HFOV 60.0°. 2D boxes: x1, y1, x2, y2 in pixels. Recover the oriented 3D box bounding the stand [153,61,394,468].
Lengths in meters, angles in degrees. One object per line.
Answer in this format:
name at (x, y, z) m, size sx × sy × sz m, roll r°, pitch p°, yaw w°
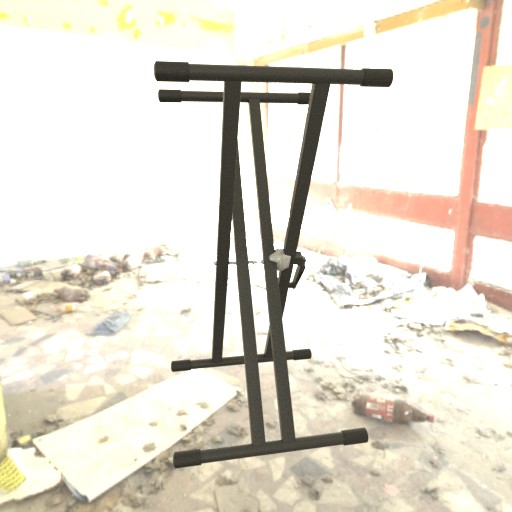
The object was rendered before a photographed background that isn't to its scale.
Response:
stand at (0.000, 0.000, 1.214) m, size 0.495 × 0.900 × 0.503 m, roll -3°, pitch 15°, yaw -11°
